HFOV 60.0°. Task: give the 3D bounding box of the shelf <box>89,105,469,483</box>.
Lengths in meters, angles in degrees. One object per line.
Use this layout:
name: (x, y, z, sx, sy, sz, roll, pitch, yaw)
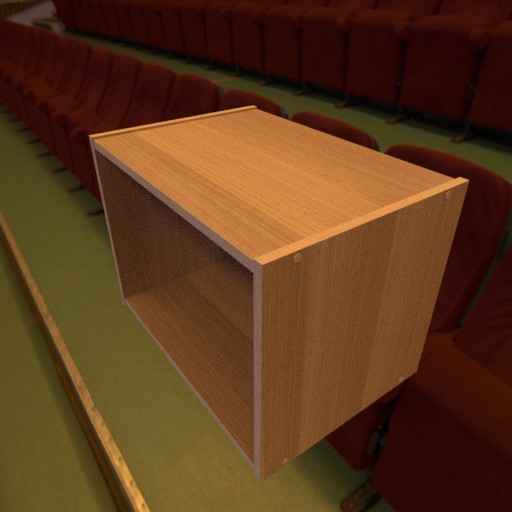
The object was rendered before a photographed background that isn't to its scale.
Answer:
shelf: (0.000, 0.000, 0.647, 0.290, 0.305, 0.415, -21, 38, -30)
